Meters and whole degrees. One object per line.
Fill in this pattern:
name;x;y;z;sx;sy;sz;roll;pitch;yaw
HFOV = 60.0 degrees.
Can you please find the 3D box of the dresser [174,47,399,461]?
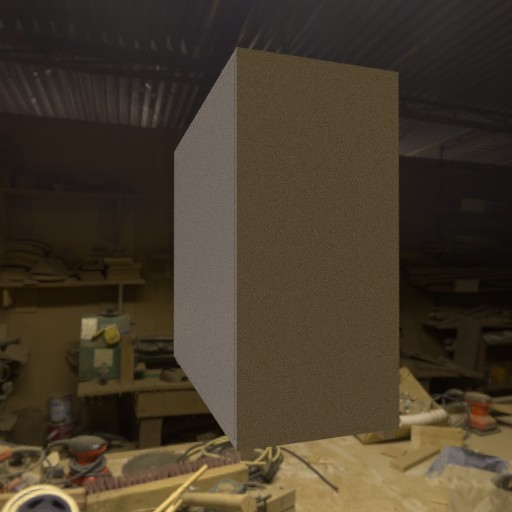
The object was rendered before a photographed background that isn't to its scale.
dresser;0.000;0.000;1.658;0.460;1.000;1.100;0;-1;-18
